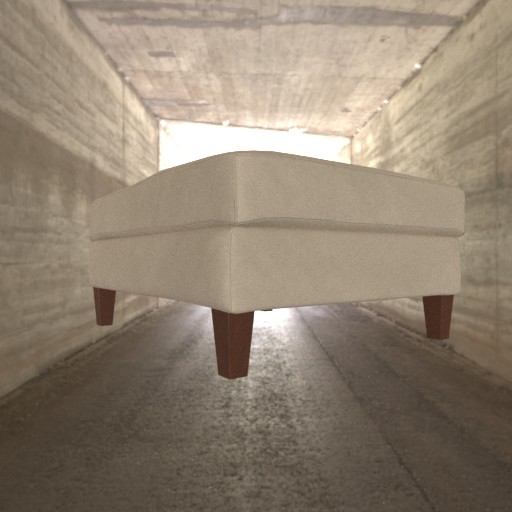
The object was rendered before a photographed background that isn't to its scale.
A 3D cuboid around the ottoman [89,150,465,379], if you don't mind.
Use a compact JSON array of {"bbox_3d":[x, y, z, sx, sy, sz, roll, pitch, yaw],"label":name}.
[{"bbox_3d":[0.000,0.000,1.456,0.836,0.492,1.002,0,0,-36],"label":"ottoman"}]
